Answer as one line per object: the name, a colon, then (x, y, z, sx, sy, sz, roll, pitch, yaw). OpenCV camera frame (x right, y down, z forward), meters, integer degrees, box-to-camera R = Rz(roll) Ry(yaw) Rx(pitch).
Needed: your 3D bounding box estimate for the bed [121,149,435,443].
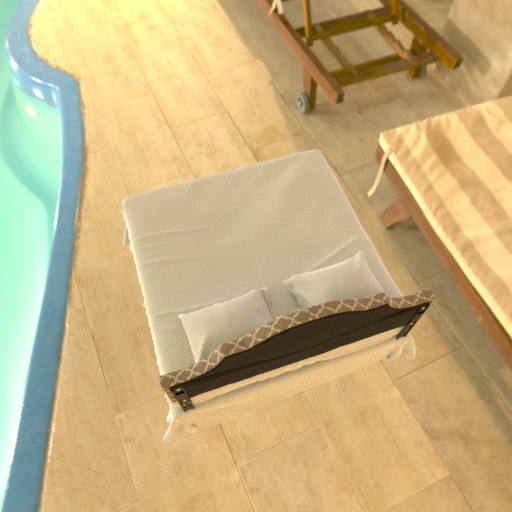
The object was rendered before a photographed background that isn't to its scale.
bed: (0.000, 0.000, 3.783, 2.314, 1.601, 2.222, -16, 60, -10)
